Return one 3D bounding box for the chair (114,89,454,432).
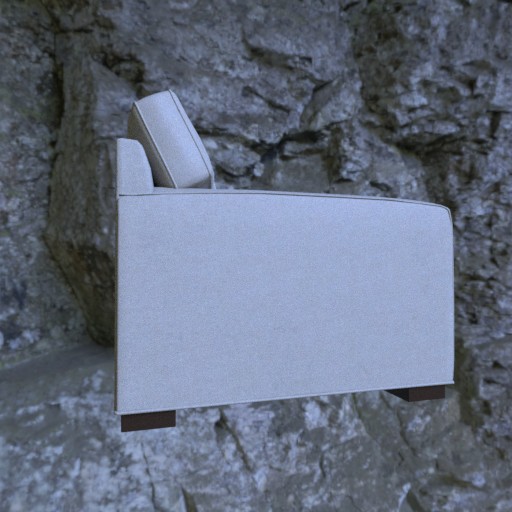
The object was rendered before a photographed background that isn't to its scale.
[{"bbox_3d":[0.000,0.000,1.730,1.043,0.913,0.998,0,-1,-17],"label":"chair"}]
